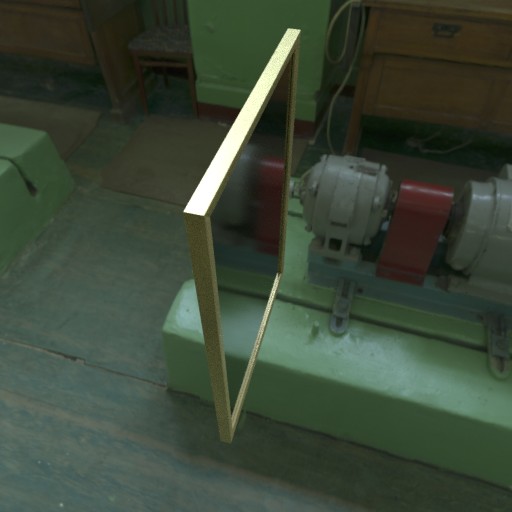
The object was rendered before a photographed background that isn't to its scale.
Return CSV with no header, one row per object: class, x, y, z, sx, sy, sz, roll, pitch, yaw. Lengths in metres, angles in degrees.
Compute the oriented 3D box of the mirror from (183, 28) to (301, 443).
mirror,0.000,0.000,1.328,0.040,1.016,0.762,12,49,10
